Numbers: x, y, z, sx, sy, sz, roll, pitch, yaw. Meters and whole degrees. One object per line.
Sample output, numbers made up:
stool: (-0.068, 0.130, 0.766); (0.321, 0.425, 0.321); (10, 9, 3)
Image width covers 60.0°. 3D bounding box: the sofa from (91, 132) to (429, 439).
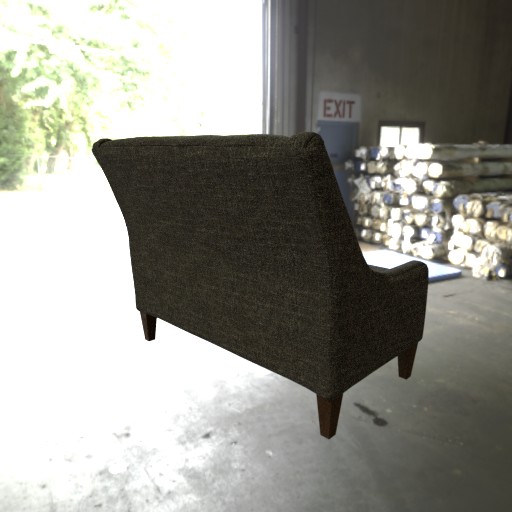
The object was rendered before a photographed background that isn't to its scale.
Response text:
sofa: (0.000, 0.000, 1.964); (1.242, 1.021, 0.870); (13, 19, 43)
